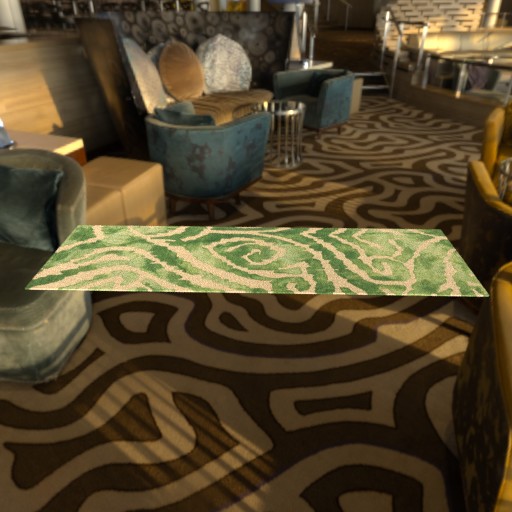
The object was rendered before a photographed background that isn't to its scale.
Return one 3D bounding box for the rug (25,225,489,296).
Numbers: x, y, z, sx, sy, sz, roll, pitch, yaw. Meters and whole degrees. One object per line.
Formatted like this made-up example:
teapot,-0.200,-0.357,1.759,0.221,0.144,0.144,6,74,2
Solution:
rug,0.000,0.000,2.652,2.438,0.006,0.761,1,30,1
